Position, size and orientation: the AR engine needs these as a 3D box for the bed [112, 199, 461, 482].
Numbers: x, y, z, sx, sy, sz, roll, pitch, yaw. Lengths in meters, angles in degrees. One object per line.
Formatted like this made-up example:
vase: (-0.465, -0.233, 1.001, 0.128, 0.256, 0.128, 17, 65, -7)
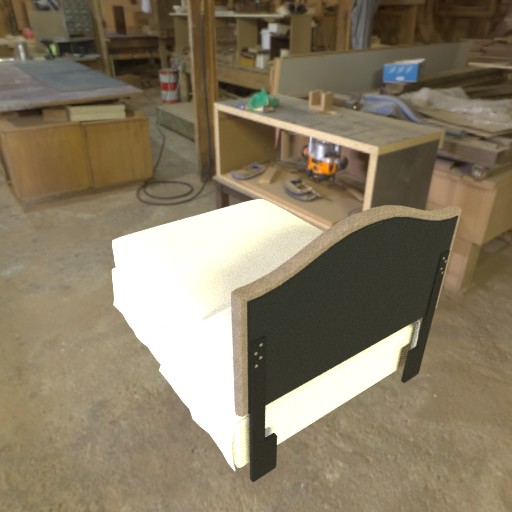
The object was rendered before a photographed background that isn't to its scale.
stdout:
bed: (0.000, 0.000, 3.342, 1.713, 1.518, 2.153, -19, 36, -30)
